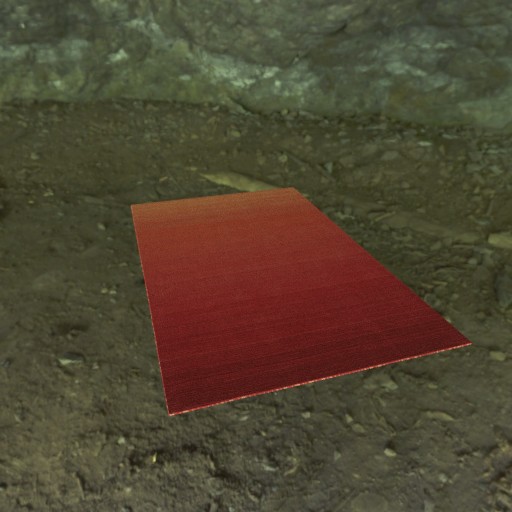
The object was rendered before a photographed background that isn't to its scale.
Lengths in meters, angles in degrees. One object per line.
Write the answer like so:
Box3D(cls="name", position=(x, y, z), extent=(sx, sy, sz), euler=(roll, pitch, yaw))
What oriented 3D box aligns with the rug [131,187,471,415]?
Box3D(cls="rug", position=(0.000, 0.000, 3.065), extent=(1.531, 0.010, 2.442), euler=(-9, 30, -15))
